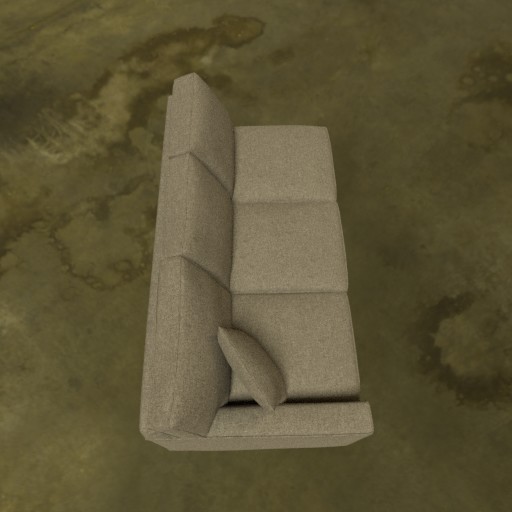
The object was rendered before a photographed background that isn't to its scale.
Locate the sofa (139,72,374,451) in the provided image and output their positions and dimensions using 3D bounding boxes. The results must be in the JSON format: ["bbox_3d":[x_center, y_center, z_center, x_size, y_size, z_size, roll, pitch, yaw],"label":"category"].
[{"bbox_3d":[0.000,0.000,2.518,1.034,0.946,1.963,-1,62,-1],"label":"sofa"}]
